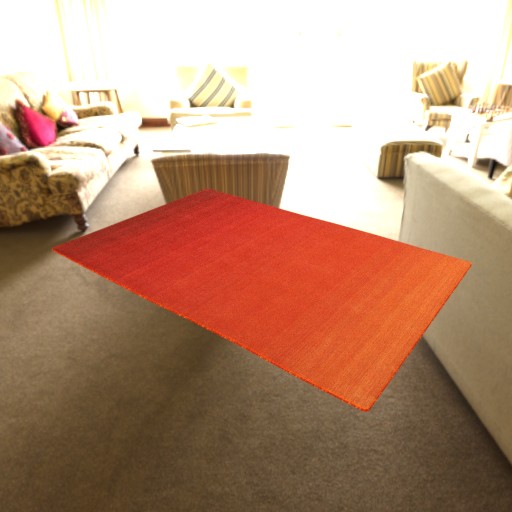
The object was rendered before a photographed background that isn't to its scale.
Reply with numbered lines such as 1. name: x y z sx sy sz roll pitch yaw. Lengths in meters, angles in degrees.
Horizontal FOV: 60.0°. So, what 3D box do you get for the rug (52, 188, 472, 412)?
1. rug: 0.000 0.000 2.314 1.835 0.018 1.230 20 34 33
